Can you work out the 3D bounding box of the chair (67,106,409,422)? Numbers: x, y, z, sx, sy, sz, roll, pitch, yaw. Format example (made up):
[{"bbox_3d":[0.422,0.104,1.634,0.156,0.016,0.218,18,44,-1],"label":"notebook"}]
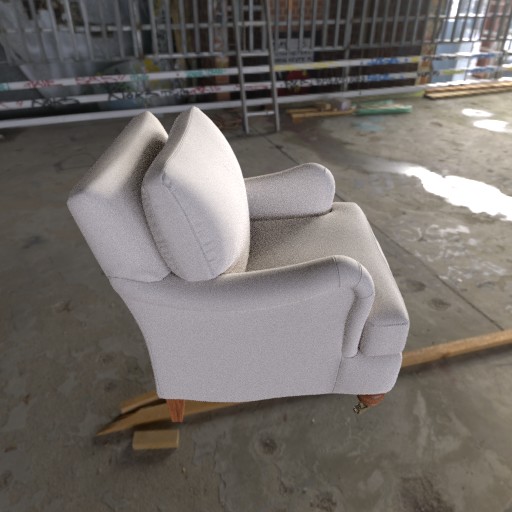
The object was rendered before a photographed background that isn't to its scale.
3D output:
[{"bbox_3d":[0.000,0.000,1.836,1.070,1.038,0.955,0,32,0],"label":"chair"}]
